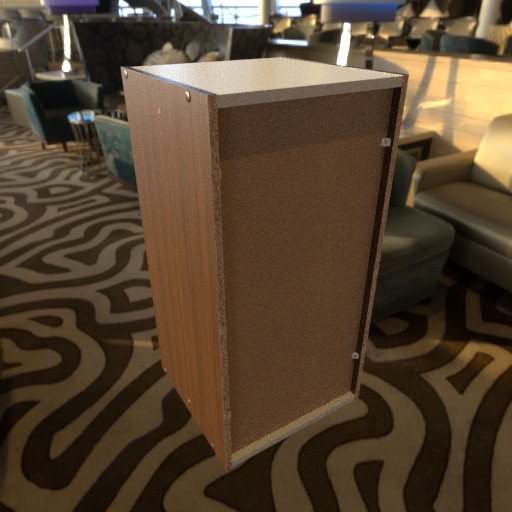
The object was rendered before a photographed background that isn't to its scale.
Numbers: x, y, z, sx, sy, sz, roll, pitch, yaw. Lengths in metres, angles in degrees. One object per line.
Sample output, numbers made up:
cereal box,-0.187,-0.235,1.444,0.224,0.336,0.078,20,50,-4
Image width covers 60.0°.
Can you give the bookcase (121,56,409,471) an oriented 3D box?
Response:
bookcase,0.000,0.000,0.772,0.300,0.600,0.290,-17,33,-28
